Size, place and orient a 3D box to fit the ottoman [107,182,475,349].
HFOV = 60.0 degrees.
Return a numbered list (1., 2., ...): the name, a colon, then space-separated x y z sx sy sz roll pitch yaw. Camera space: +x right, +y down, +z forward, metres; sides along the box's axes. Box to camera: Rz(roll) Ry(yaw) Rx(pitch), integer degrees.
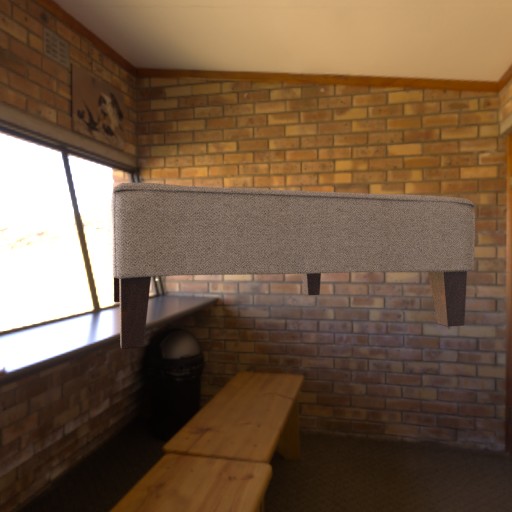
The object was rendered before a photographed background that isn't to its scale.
1. ottoman: 0.000 0.000 1.529 0.973 0.381 0.982 0 1 -19
